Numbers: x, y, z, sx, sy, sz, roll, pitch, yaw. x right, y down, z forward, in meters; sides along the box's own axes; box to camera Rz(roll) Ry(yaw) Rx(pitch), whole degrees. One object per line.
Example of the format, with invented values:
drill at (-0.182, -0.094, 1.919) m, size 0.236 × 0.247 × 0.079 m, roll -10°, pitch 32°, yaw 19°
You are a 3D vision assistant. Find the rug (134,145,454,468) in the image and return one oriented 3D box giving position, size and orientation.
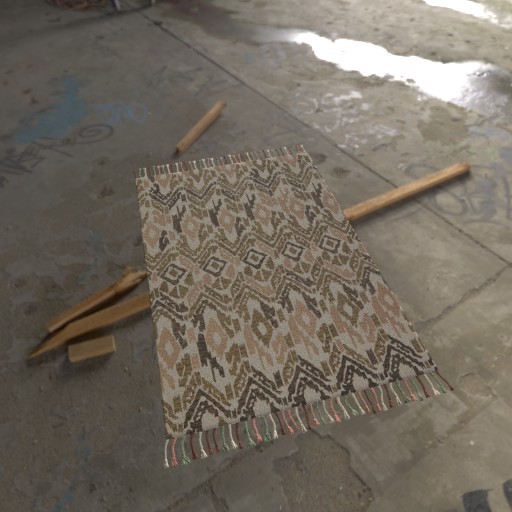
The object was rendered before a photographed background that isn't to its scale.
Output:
rug at (0.000, 0.000, 3.002) m, size 1.524 × 0.008 × 2.438 m, roll -11°, pitch 48°, yaw -10°
